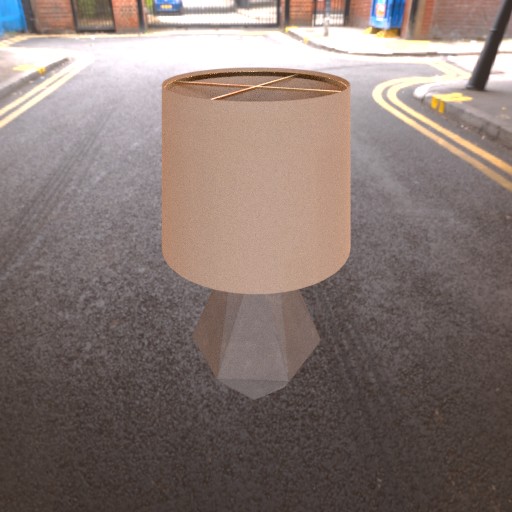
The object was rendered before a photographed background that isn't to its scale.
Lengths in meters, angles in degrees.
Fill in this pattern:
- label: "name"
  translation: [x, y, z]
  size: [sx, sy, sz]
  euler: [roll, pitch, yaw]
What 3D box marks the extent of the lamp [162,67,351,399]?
- label: "lamp"
  translation: [0.000, 0.000, 0.674]
  size: [0.276, 0.501, 0.276]
  euler: [0, 31, 0]
